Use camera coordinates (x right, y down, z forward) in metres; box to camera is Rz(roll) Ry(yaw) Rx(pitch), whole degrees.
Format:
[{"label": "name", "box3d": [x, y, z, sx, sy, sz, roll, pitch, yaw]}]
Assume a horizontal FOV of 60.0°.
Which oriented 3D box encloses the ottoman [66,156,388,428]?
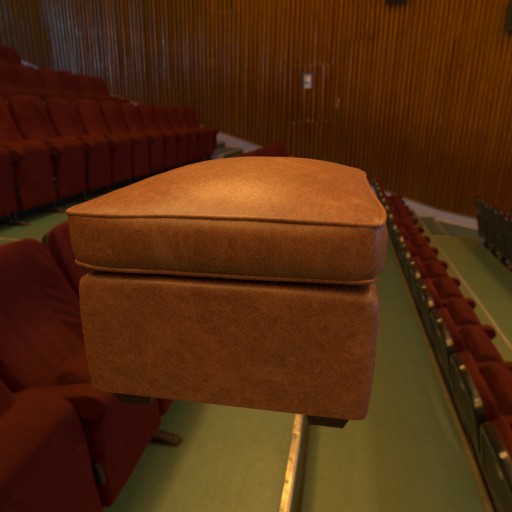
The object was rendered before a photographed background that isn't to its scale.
[{"label": "ottoman", "box3d": [0.000, 0.000, 1.111, 0.554, 0.468, 0.756, 3, 17, 10]}]
